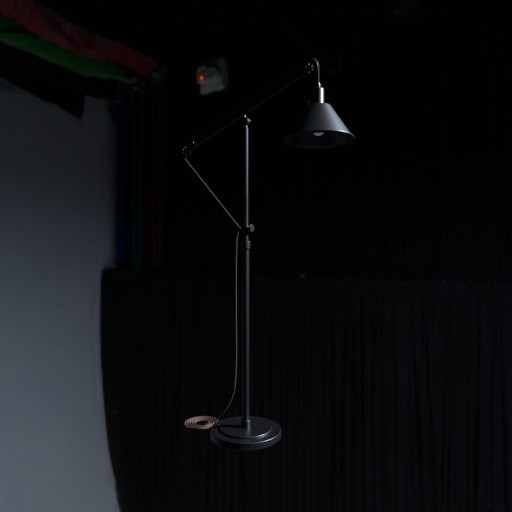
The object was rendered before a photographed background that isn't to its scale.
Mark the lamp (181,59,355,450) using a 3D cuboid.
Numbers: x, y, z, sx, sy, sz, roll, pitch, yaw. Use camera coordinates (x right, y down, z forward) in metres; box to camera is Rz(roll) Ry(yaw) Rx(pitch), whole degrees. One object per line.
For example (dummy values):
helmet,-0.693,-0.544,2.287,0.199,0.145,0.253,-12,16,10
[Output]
lamp,0.000,0.000,1.982,0.904,1.626,0.319,0,0,34
